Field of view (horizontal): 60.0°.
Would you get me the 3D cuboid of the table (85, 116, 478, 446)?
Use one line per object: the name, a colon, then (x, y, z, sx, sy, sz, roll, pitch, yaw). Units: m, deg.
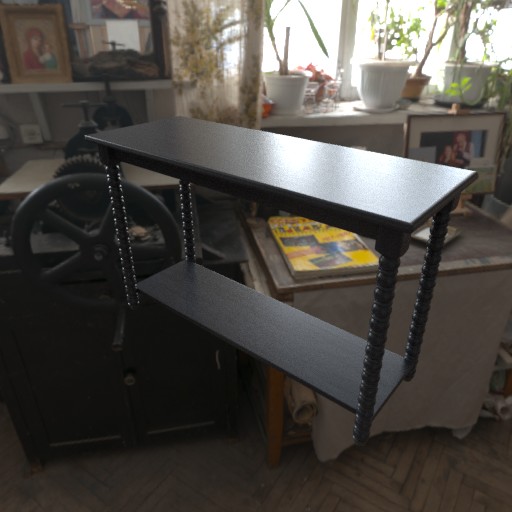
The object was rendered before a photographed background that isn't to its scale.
table: (0.000, 0.000, 1.538, 1.184, 0.735, 0.459, 22, 35, 34)
